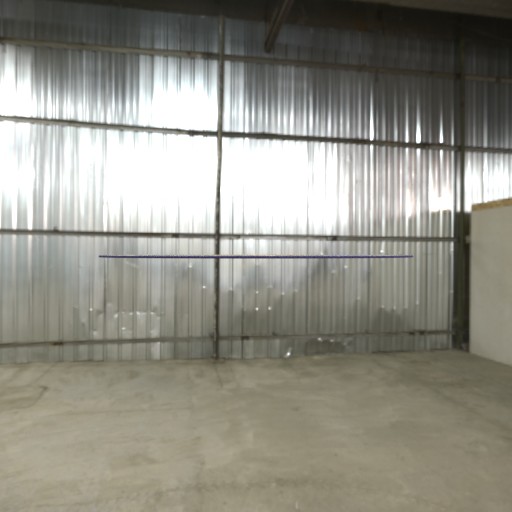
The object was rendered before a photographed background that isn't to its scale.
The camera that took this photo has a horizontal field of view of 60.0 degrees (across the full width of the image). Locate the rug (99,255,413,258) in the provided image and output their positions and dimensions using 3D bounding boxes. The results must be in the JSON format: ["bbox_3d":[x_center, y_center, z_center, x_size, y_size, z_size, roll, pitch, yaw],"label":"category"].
[{"bbox_3d":[0.000,0.000,3.567,2.386,0.014,2.386,0,0,0],"label":"rug"}]
